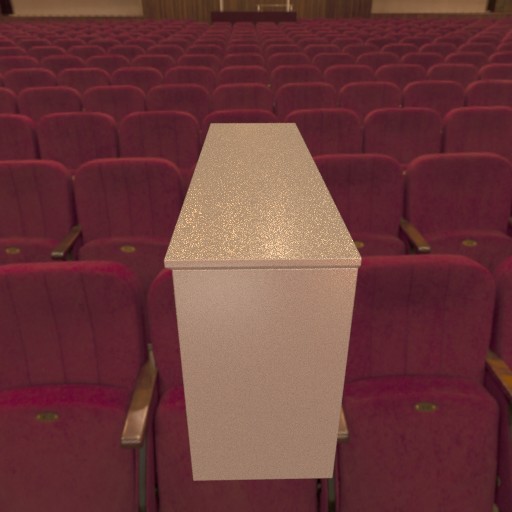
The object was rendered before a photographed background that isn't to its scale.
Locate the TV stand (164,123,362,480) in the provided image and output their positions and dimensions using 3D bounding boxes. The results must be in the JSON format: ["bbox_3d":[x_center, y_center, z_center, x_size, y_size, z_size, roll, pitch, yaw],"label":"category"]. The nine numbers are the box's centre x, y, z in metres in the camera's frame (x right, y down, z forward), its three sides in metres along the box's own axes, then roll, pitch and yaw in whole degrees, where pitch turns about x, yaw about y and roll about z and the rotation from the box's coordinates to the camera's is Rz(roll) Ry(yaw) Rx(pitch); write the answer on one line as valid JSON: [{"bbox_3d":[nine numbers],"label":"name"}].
[{"bbox_3d":[0.000,0.000,1.424,0.344,0.603,1.167,-1,28,-1],"label":"TV stand"}]
